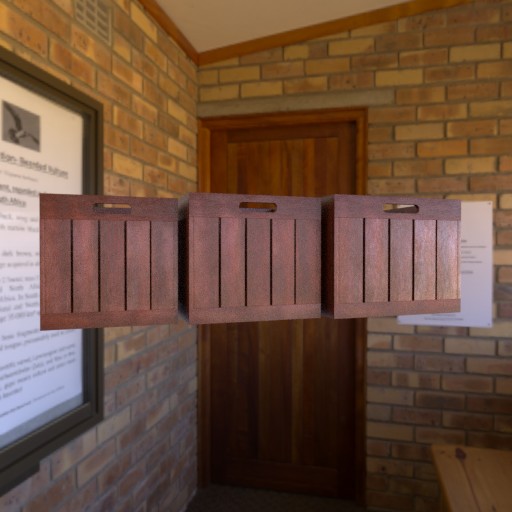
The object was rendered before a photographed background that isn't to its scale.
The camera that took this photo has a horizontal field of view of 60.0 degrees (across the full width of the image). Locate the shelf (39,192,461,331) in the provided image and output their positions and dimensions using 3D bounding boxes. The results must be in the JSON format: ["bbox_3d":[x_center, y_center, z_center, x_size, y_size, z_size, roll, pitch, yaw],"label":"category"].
[{"bbox_3d":[0.000,0.000,1.245,1.064,0.311,0.393,0,1,-18],"label":"shelf"}]
